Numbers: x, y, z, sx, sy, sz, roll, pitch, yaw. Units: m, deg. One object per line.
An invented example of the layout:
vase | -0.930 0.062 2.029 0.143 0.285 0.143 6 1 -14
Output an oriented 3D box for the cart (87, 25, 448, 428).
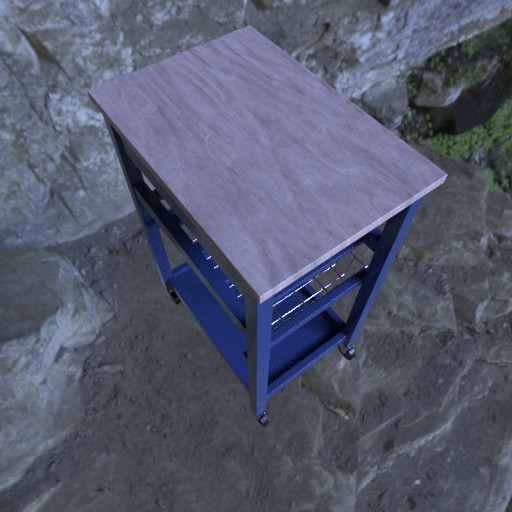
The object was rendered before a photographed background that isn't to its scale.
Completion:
cart | 0.000 0.000 1.163 0.403 0.839 0.584 -32 62 -19
